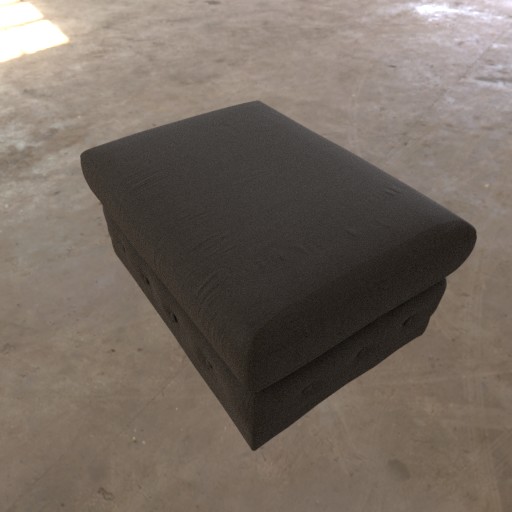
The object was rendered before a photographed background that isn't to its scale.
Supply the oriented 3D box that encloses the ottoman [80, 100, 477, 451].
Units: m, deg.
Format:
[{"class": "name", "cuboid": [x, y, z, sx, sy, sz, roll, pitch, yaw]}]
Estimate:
[{"class": "ottoman", "cuboid": [0.000, 0.000, 1.127, 0.569, 0.500, 0.771, -25, 48, -25]}]
